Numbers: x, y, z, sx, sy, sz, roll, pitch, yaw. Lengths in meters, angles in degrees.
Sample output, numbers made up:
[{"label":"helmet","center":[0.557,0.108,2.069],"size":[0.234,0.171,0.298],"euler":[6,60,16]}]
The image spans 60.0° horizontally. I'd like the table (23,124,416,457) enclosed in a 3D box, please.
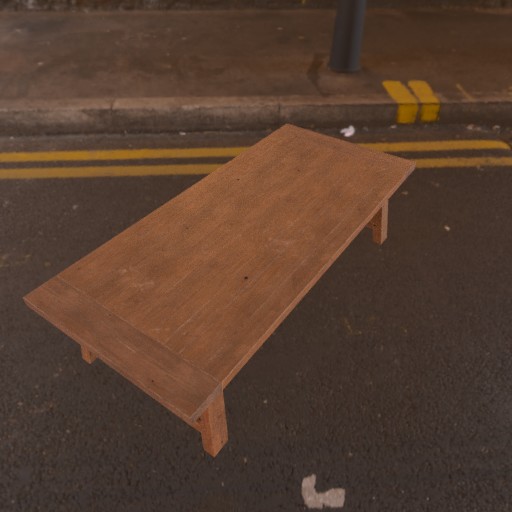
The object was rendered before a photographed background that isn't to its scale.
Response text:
[{"label":"table","center":[0.000,0.000,2.152],"size":[0.820,0.465,1.800],"euler":[25,47,26]}]
